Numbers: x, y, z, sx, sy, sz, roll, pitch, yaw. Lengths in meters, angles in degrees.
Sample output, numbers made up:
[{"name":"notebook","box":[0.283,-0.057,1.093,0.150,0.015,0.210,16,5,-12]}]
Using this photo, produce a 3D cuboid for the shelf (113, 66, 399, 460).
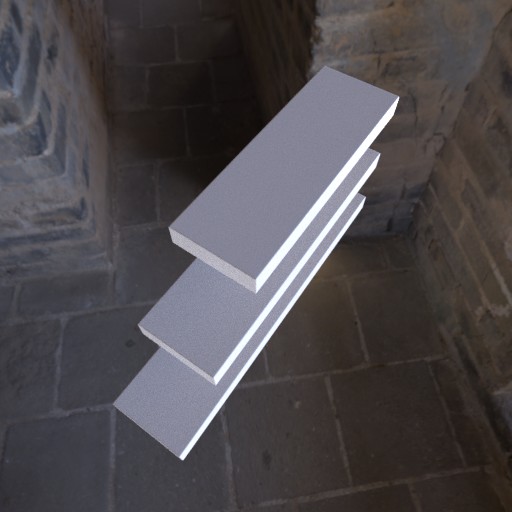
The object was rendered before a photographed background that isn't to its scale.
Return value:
[{"name":"shelf","box":[0.000,0.000,0.728,0.140,0.293,0.610,31,63,17]}]
